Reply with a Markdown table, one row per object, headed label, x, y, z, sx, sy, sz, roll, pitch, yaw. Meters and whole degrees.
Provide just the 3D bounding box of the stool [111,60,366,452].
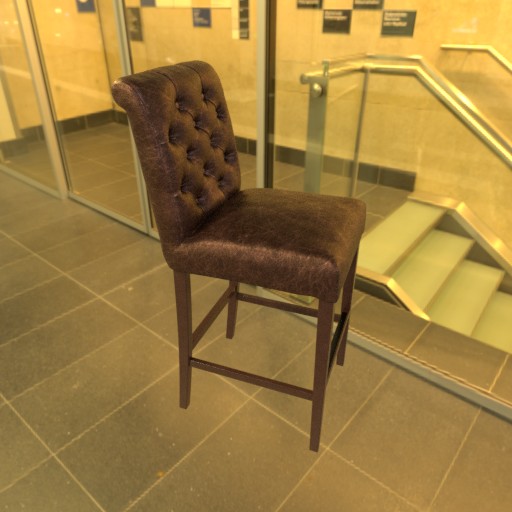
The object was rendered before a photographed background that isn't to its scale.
| label | x | y | z | sx | sy | sz | roll | pitch | yaw |
| --- | --- | --- | --- | --- | --- | --- | --- | --- | --- |
| stool | 0.000 | 0.000 | 1.504 | 0.659 | 1.168 | 0.483 | 11 | 31 | 18 |
